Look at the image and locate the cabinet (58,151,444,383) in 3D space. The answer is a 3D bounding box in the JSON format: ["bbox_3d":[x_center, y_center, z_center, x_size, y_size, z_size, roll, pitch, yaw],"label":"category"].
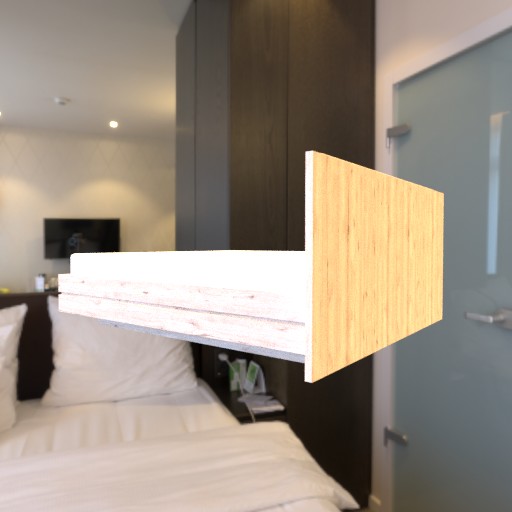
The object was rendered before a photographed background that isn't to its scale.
[{"bbox_3d":[0.000,0.000,3.223,2.080,0.970,1.950,1,2,37],"label":"cabinet"}]
